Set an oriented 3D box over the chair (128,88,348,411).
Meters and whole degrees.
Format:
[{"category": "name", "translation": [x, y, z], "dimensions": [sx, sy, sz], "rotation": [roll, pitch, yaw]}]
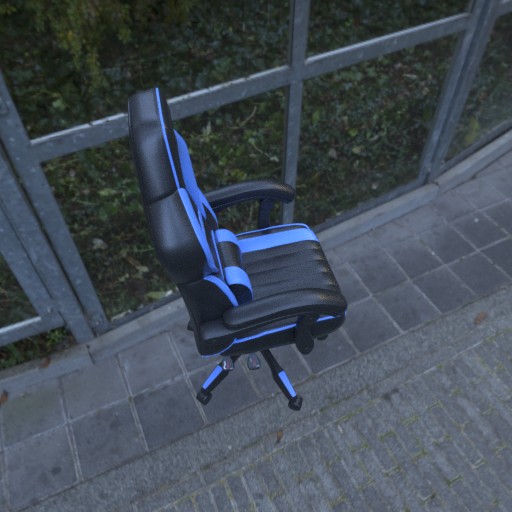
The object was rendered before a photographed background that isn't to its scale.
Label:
[{"category": "chair", "translation": [0.000, 0.000, 1.656], "dimensions": [0.700, 1.280, 0.700], "rotation": [-9, 47, -9]}]
